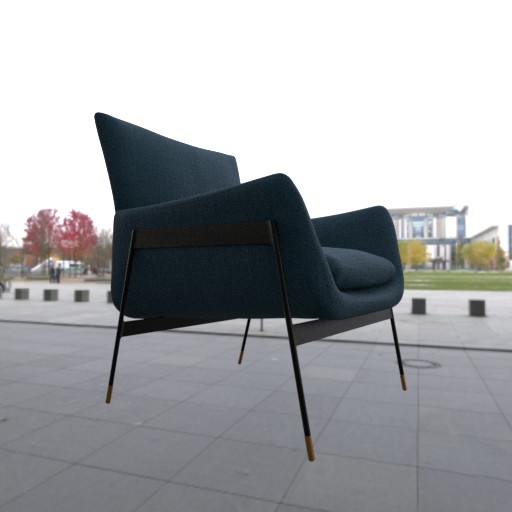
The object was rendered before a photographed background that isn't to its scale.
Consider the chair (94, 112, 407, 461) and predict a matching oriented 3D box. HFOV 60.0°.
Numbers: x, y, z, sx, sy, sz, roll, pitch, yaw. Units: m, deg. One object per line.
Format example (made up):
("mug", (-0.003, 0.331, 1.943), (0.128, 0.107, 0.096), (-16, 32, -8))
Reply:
("chair", (0.000, 0.000, 1.377), (0.769, 0.859, 0.678), (-1, -2, 35))
